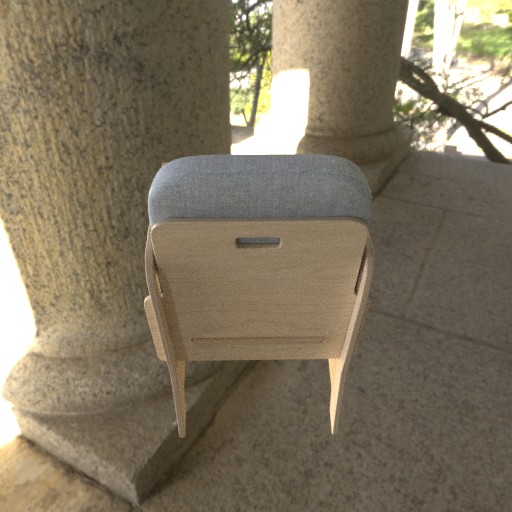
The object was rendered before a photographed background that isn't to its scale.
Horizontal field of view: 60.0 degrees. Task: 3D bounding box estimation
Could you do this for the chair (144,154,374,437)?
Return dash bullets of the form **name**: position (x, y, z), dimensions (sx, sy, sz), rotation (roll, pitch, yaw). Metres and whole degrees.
- **chair**: position (0.000, 0.000, 1.283), dimensions (0.590, 0.800, 0.710), rotation (-1, 31, -1)
